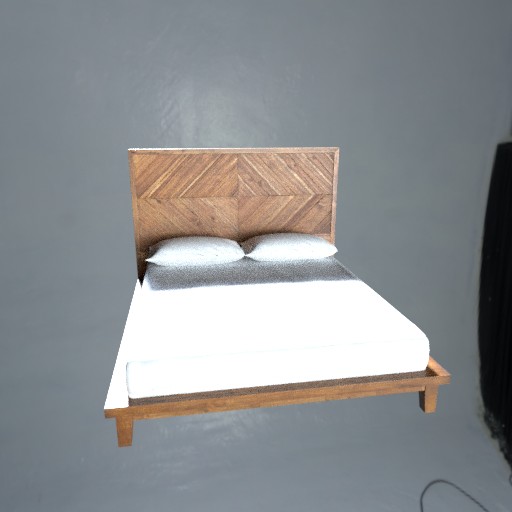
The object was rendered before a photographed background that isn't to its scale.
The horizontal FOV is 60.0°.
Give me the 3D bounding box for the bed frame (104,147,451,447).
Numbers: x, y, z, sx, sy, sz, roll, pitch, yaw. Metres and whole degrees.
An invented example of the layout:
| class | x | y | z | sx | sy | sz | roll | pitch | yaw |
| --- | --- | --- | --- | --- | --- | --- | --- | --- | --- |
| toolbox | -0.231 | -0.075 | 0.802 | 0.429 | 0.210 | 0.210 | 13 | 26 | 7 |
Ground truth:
| class | x | y | z | sx | sy | sz | roll | pitch | yaw |
| --- | --- | --- | --- | --- | --- | --- | --- | --- | --- |
| bed frame | 0.000 | 0.000 | 3.462 | 2.038 | 1.537 | 2.235 | -3 | 16 | -9 |
